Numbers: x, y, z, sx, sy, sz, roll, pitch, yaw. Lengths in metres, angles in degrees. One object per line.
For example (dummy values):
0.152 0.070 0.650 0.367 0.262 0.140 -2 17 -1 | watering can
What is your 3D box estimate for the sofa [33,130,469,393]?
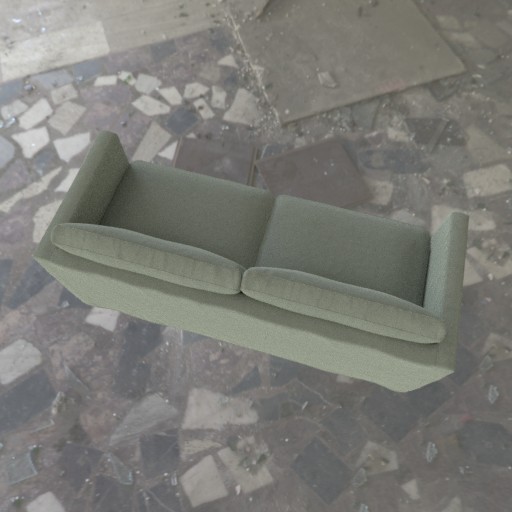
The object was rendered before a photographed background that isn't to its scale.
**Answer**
0.000 0.000 2.729 2.312 0.853 0.962 14 66 7 | sofa
